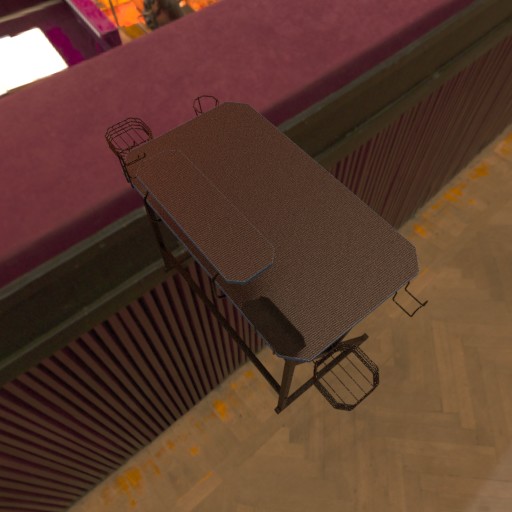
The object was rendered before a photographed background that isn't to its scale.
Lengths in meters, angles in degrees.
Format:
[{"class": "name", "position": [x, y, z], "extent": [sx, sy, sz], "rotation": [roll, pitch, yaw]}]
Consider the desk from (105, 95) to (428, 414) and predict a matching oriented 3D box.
[{"class": "desk", "position": [0.000, 0.000, 1.705], "extent": [0.594, 0.909, 1.295], "rotation": [-34, 64, -19]}]
